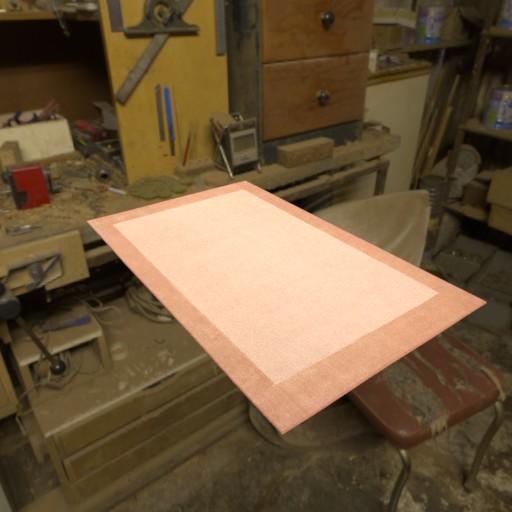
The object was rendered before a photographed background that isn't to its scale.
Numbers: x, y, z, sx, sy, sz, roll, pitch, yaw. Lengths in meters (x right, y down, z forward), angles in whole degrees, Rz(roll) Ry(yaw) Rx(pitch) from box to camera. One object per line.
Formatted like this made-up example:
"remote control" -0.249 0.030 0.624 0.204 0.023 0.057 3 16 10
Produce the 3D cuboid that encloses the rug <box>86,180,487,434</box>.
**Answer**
"rug" 0.000 0.000 3.024 1.524 0.014 2.438 -20 36 -31
